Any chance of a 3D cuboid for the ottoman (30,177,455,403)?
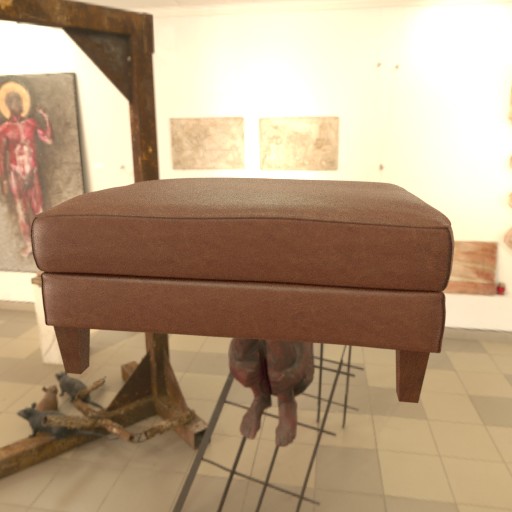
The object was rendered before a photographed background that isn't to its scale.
[{"bbox_3d":[0.000,0.000,1.412,0.987,0.472,0.836,2,15,9],"label":"ottoman"}]
